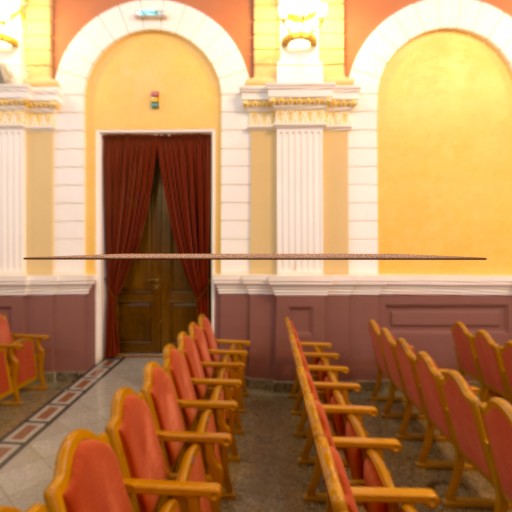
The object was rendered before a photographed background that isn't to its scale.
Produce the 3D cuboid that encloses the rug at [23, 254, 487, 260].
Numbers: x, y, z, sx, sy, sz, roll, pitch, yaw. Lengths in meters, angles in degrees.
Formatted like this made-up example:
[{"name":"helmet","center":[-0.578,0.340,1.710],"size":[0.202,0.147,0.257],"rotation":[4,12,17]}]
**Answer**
[{"name":"rug","center":[0.000,0.000,2.933],"size":[2.286,0.011,1.524],"rotation":[0,1,2]}]
